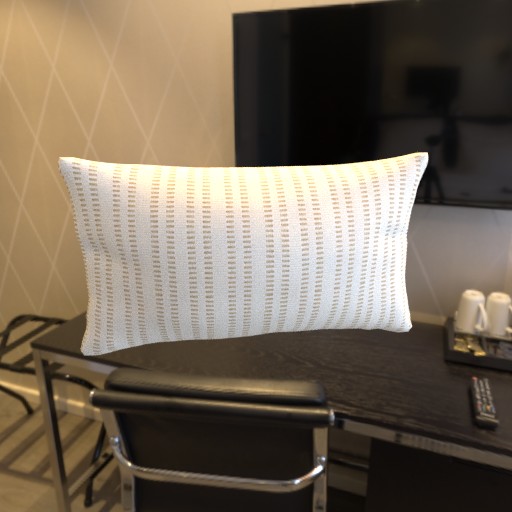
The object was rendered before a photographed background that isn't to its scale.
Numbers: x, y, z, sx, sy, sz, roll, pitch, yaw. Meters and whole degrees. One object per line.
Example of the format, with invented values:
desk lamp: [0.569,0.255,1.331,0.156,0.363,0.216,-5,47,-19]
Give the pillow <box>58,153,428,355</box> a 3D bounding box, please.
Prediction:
pillow: [0.000,0.000,0.791,0.640,0.353,0.210,-3,17,-9]
